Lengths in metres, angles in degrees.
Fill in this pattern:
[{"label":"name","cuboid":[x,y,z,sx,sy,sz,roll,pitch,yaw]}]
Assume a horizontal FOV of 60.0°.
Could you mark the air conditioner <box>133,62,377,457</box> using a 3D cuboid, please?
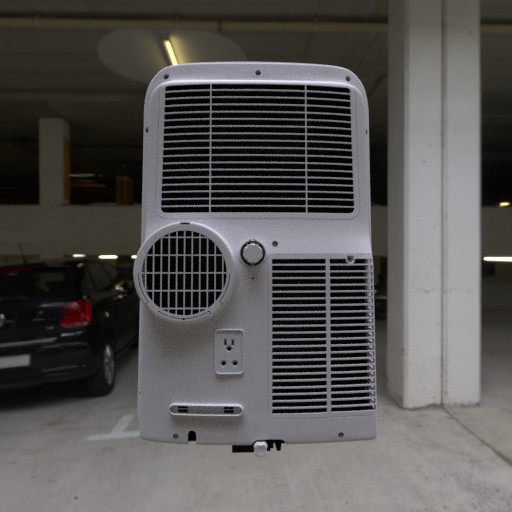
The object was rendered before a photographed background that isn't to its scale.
[{"label":"air conditioner","cuboid":[0.000,0.000,0.915,0.454,0.700,0.365,0,0,-2]}]
